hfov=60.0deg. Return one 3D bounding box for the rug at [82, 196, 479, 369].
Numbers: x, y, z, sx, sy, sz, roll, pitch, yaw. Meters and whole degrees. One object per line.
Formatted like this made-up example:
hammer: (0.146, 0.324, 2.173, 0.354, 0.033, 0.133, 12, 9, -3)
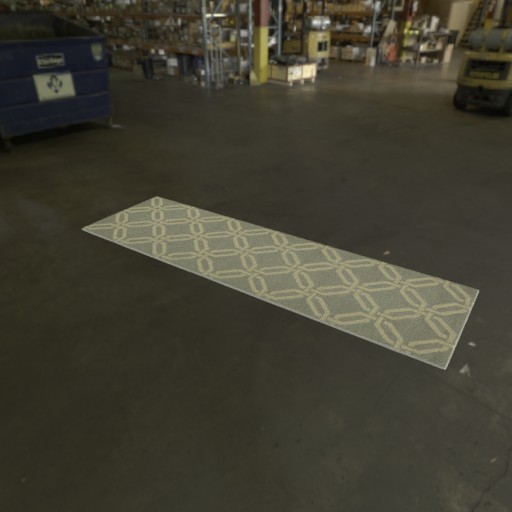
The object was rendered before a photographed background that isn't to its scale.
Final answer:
rug: (0.000, 0.000, 2.558, 2.276, 0.014, 0.678, 18, 34, 29)
